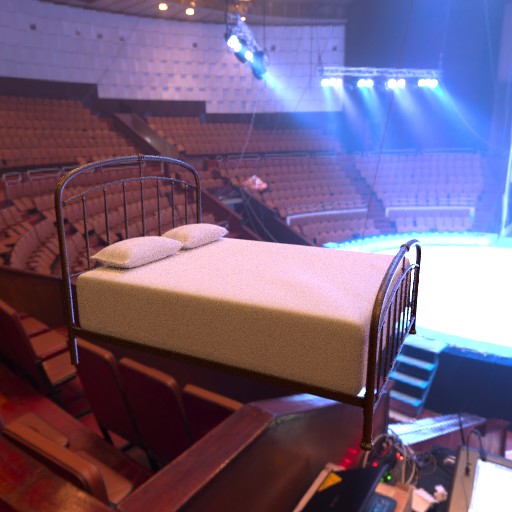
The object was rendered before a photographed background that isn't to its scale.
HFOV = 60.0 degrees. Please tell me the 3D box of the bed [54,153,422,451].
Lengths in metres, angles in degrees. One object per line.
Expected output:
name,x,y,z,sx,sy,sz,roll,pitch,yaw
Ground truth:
bed,0.000,0.000,3.289,2.168,1.475,1.711,7,15,26
